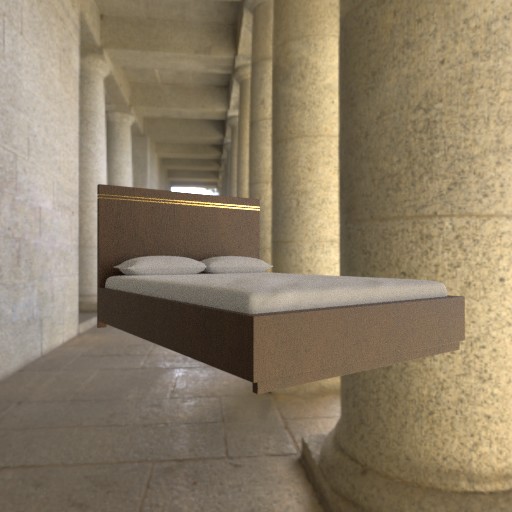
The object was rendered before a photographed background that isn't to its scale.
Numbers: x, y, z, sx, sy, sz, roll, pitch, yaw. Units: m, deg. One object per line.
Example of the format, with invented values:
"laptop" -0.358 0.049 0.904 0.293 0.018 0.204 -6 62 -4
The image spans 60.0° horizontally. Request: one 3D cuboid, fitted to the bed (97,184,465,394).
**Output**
"bed" 0.000 0.000 3.197 1.613 1.169 2.221 0 0 -36
